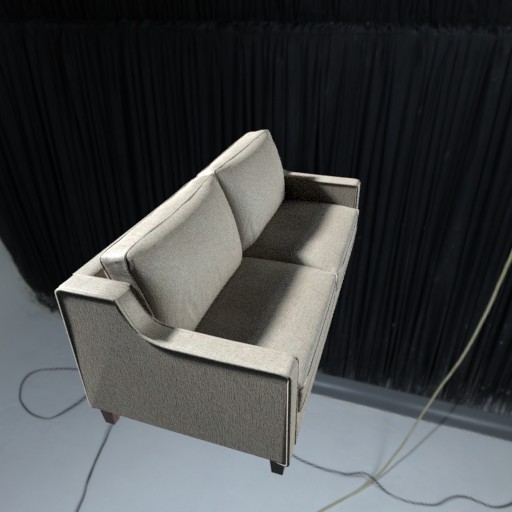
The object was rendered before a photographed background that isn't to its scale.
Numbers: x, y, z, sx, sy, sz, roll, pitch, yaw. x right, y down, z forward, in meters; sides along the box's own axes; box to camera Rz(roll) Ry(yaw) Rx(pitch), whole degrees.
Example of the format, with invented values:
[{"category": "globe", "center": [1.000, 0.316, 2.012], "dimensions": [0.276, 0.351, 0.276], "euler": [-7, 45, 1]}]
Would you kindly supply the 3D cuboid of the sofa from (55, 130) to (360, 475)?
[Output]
[{"category": "sofa", "center": [0.000, 0.000, 2.777], "dimensions": [1.073, 1.074, 2.181], "euler": [9, 32, 16]}]
